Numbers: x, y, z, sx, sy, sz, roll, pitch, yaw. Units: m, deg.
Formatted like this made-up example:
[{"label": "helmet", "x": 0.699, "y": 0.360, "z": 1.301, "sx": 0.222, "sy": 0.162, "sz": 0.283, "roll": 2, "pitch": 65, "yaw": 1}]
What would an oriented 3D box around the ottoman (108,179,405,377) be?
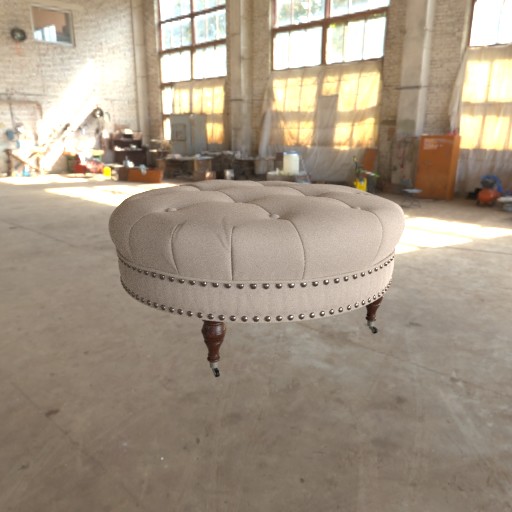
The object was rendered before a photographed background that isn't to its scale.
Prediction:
[{"label": "ottoman", "x": 0.000, "y": 0.000, "z": 1.432, "sx": 0.901, "sy": 0.439, "sz": 0.901, "roll": 0, "pitch": 16, "yaw": 0}]
